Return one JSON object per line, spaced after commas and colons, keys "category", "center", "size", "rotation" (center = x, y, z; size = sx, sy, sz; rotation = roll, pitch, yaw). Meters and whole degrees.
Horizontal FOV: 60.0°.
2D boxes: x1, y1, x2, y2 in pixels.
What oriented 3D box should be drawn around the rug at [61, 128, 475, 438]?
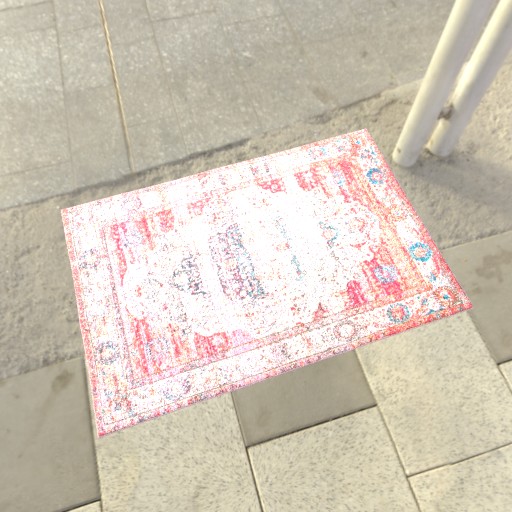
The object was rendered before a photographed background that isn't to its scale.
{"category": "rug", "center": [0.000, 0.000, 2.279], "size": [1.829, 0.006, 1.219], "rotation": [-17, 64, -9]}
